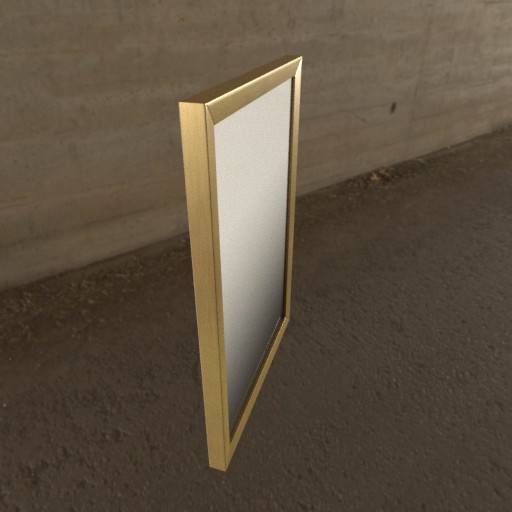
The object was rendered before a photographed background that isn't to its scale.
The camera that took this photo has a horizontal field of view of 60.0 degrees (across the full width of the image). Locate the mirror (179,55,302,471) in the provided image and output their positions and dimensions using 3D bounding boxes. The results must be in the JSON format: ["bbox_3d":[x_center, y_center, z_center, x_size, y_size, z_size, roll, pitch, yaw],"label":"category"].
[{"bbox_3d":[0.000,0.000,0.918,0.040,0.710,0.507,9,32,16],"label":"mirror"}]
